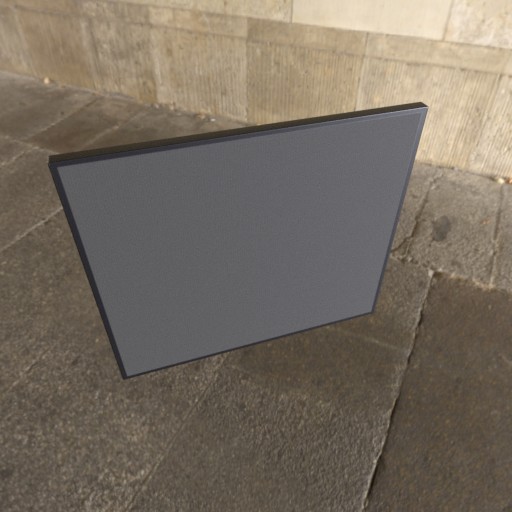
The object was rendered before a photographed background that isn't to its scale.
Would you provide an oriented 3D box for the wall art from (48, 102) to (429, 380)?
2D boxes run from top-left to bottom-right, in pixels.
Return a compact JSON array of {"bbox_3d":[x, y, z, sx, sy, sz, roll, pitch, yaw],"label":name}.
[{"bbox_3d":[0.000,0.000,0.736,0.521,0.450,0.018,-12,43,-14],"label":"wall art"}]
